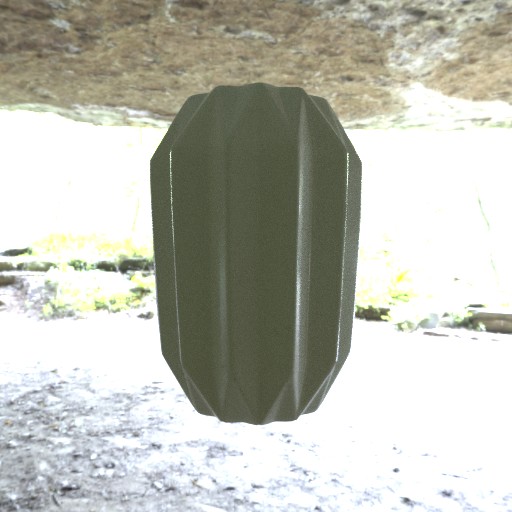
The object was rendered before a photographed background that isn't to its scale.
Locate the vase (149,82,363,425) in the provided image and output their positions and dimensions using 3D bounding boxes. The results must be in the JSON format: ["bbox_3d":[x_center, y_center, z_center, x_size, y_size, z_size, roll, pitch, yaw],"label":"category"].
[{"bbox_3d":[0.000,0.000,0.415,0.195,0.275,0.195,0,0,0],"label":"vase"}]
